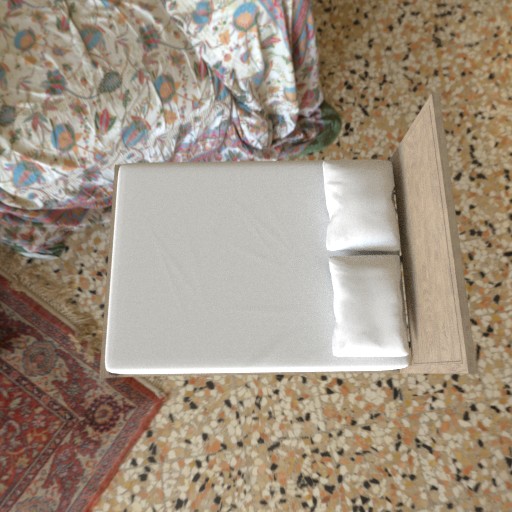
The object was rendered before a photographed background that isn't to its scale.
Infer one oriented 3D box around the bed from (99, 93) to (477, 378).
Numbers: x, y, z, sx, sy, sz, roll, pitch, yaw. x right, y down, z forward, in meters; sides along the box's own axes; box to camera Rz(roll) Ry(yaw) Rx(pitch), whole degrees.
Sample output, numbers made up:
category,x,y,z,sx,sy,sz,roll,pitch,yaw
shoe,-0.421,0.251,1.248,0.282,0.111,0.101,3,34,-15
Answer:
category,x,y,z,sx,sy,sz,roll,pitch,yaw
bed,0.000,0.000,3.076,2.189,1.369,1.606,-1,75,0
